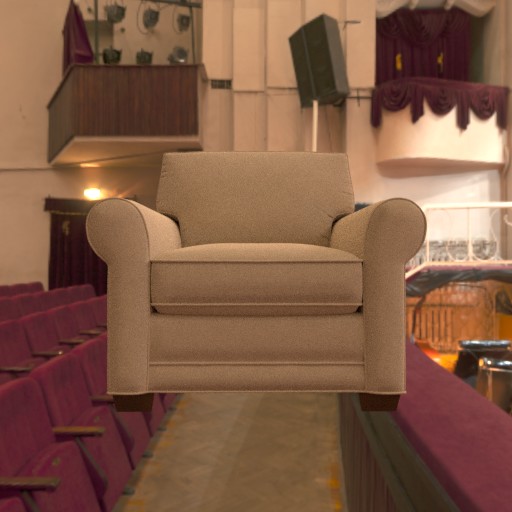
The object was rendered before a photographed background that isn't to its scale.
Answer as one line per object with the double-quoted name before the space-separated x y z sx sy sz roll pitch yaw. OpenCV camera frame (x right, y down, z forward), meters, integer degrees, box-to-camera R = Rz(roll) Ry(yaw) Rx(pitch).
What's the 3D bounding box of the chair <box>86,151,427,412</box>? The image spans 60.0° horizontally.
"chair" 0.000 0.000 1.747 1.040 0.955 0.863 0 0 0
